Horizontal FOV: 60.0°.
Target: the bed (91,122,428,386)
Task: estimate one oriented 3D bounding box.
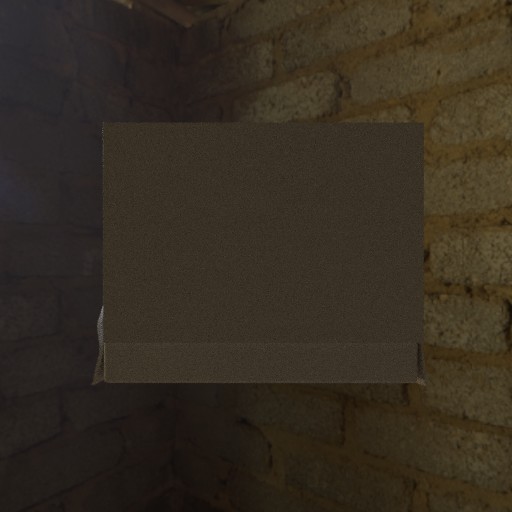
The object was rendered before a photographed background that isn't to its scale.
[{"bbox_3d":[0.000,0.000,3.258,1.745,1.335,2.094,0,0,0],"label":"bed"}]
